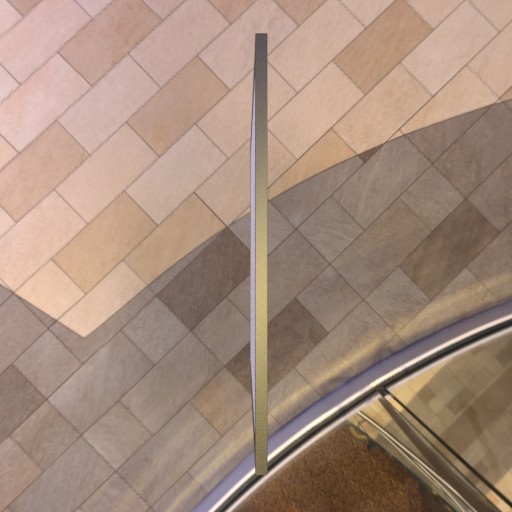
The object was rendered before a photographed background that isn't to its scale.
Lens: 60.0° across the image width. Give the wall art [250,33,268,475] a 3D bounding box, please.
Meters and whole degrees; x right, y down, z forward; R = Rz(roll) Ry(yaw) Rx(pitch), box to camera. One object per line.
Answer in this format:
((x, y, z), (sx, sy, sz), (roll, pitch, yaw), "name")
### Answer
((0.000, 0.000, 1.213), (0.022, 0.807, 0.807), (0, 89, -1), "wall art")
